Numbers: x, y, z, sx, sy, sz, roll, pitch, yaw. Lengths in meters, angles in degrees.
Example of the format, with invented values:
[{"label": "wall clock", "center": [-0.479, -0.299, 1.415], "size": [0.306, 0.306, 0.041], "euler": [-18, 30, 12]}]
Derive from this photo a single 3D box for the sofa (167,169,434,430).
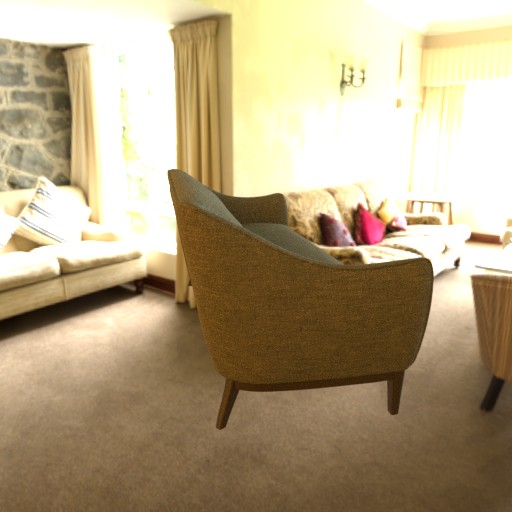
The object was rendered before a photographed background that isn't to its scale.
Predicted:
[{"label": "sofa", "center": [0.000, 0.000, 2.342], "size": [0.867, 0.829, 1.928], "euler": [-3, 15, -12]}]
